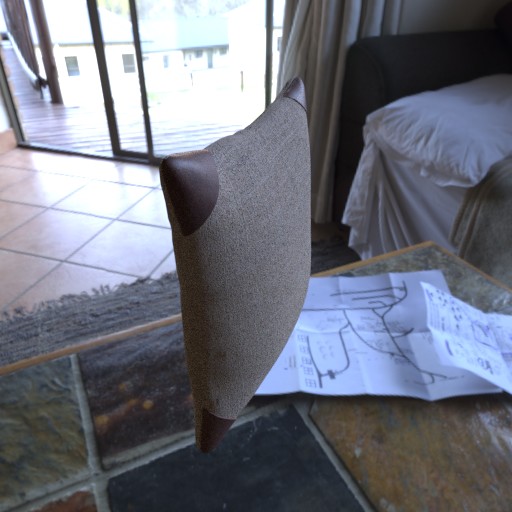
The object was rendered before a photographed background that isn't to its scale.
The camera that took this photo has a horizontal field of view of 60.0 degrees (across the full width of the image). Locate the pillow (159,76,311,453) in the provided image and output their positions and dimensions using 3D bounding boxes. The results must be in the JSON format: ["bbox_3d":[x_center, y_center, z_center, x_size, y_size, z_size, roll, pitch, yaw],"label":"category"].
[{"bbox_3d":[0.000,0.000,0.675,0.147,0.448,0.437,10,33,16],"label":"pillow"}]
